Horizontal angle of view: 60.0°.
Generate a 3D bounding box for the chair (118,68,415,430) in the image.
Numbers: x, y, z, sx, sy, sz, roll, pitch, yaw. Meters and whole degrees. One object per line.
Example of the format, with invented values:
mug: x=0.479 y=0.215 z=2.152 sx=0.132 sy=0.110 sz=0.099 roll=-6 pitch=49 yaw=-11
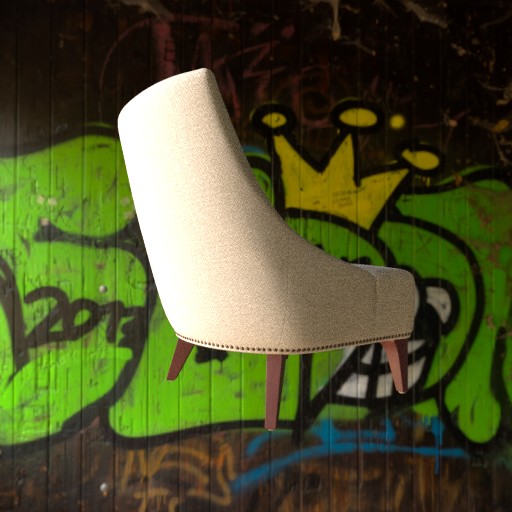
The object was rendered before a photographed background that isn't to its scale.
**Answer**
chair: x=0.000 y=0.000 z=1.493 sx=0.861 sy=0.909 sz=0.701 roll=0 pitch=-1 yaw=-37
